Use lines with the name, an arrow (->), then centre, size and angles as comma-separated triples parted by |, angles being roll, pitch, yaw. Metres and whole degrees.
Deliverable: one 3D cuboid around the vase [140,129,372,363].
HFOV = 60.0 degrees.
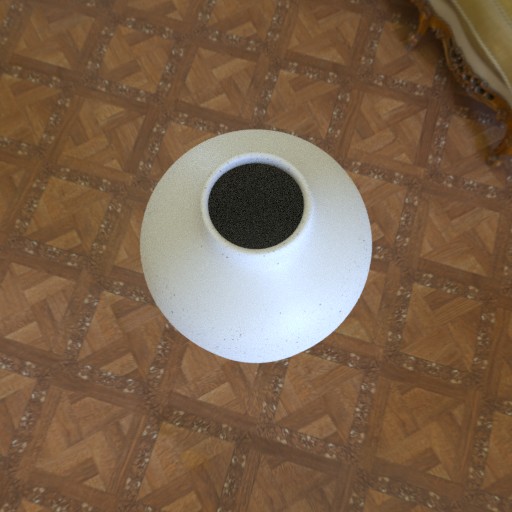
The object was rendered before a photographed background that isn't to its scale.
vase -> 0.000, 0.000, 0.363 | 0.169, 0.240, 0.169 | 0, 75, 0
